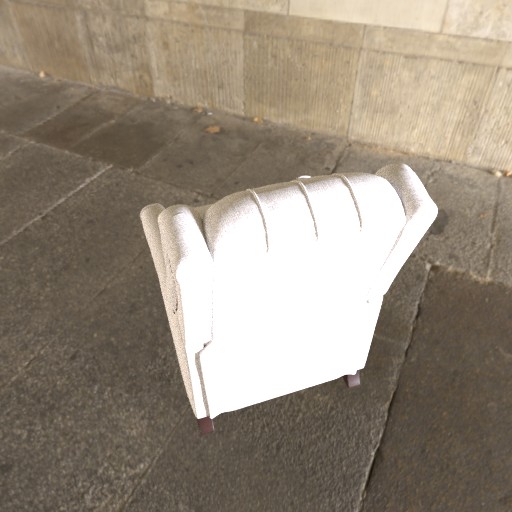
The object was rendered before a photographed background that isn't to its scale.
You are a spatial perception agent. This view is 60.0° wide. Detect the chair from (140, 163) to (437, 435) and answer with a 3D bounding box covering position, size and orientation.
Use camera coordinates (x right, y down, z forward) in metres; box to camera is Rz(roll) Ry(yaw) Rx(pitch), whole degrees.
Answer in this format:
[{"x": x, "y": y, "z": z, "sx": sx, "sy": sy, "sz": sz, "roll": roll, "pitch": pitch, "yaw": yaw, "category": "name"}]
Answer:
[{"x": 0.000, "y": 0.000, "z": 1.628, "sx": 0.742, "sy": 1.035, "sz": 0.902, "roll": -13, "pitch": 44, "yaw": -14, "category": "chair"}]
